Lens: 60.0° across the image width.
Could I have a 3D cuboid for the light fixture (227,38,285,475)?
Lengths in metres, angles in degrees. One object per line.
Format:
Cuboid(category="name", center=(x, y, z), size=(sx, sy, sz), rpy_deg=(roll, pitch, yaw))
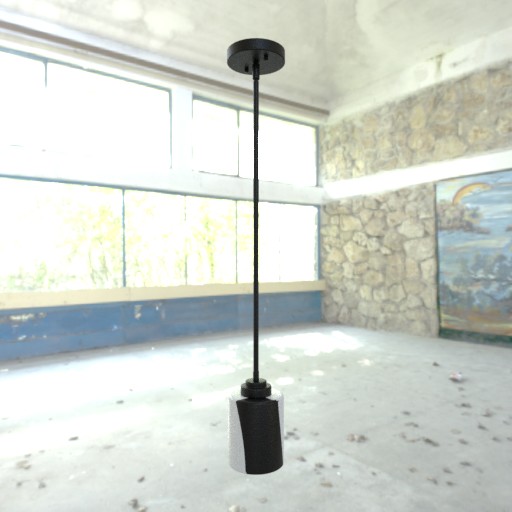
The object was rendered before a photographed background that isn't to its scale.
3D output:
Cuboid(category="light fixture", center=(0.000, 0.000, 0.935), size=(0.123, 0.863, 0.123), rpy_deg=(0, -1, -35))
